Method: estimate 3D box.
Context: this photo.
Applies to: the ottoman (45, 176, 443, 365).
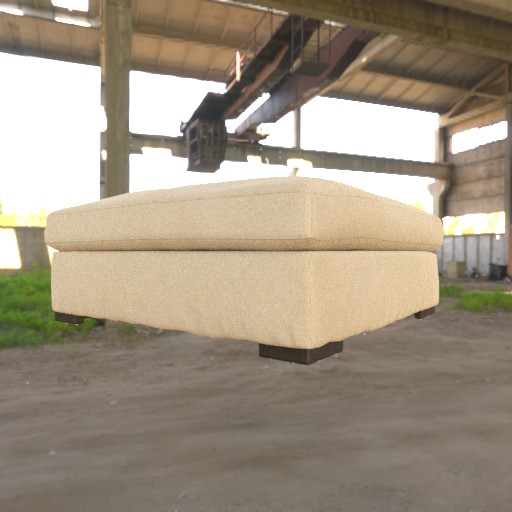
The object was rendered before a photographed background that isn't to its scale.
[{"bbox_3d":[0.000,0.000,1.837,1.205,0.522,1.190,0,1,37],"label":"ottoman"}]
